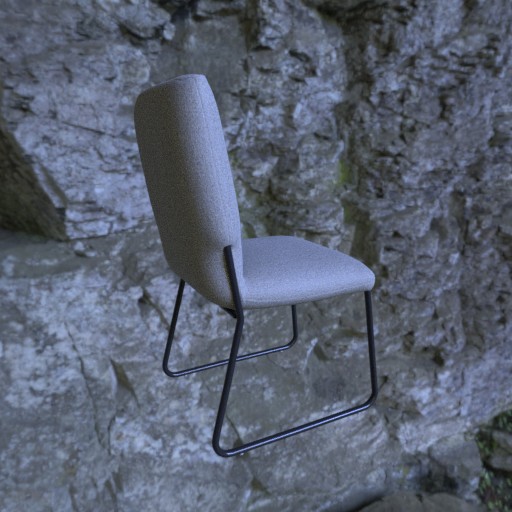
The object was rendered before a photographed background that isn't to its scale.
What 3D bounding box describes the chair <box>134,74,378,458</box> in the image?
[{"bbox_3d":[0.000,0.000,1.214,0.560,0.864,0.448,-8,16,-27],"label":"chair"}]
